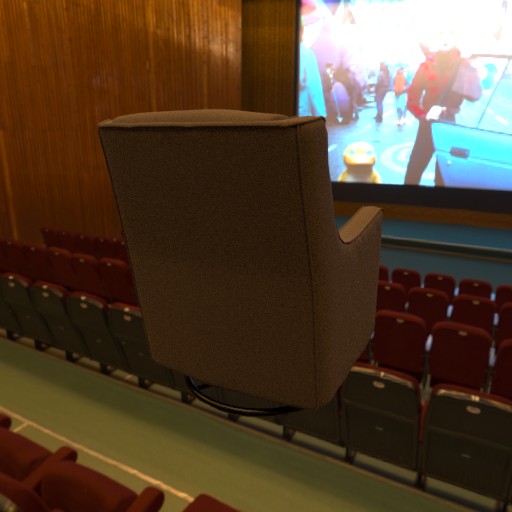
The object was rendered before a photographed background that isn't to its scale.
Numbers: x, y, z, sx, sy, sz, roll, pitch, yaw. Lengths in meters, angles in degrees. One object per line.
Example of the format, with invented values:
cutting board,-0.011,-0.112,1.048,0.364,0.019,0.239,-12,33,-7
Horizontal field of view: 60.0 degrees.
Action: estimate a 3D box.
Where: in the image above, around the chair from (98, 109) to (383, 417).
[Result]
chair,0.000,0.000,1.623,0.732,0.993,0.879,8,18,27
